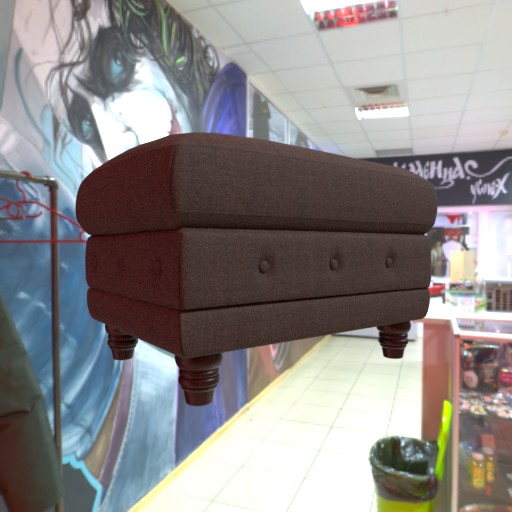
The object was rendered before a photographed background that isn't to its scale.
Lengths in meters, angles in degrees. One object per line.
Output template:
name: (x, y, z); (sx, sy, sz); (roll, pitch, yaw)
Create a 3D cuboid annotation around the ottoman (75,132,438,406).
ottoman: (0.000, 0.000, 1.205); (0.809, 0.555, 0.599); (-1, 1, -36)
